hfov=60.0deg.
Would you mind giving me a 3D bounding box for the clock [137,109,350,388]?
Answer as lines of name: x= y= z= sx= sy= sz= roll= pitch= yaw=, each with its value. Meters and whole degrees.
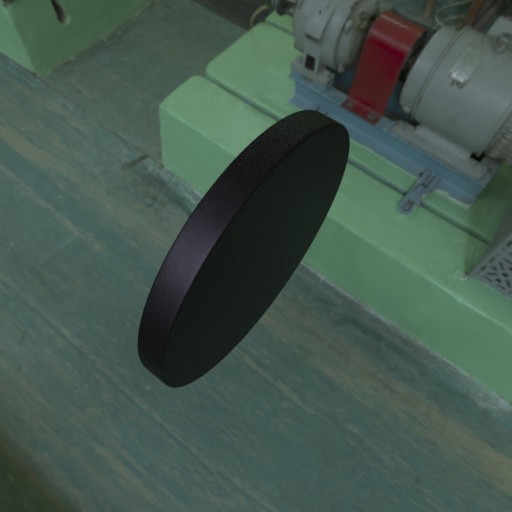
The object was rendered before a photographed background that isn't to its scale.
clock: x=0.000 y=0.000 z=0.470 sx=0.029 sy=0.314 sz=0.314 roll=34 pitch=68 yaw=16
